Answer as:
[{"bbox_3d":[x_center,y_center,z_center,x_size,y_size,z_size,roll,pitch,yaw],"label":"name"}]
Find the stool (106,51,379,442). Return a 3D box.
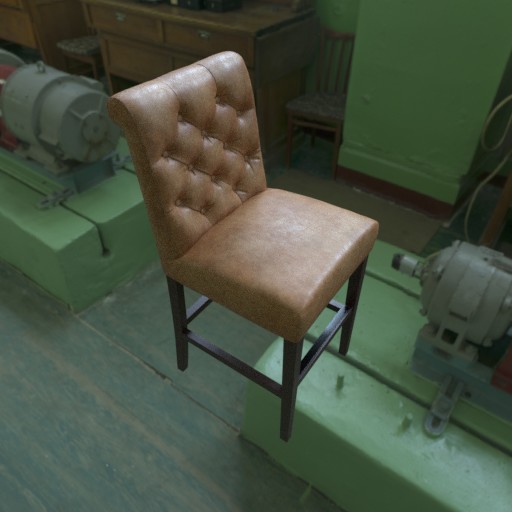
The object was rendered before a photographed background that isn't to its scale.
[{"bbox_3d":[0.000,0.000,1.402,0.601,1.047,0.493,25,46,26],"label":"stool"}]
